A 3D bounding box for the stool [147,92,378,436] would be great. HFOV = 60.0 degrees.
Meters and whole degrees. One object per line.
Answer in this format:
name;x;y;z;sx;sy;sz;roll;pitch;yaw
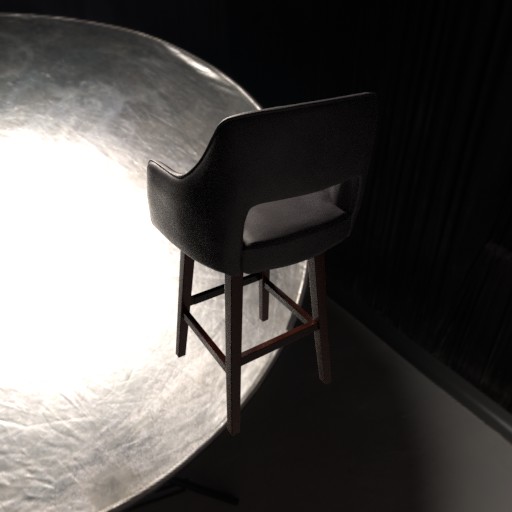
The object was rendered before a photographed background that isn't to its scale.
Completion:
stool;0.000;0.000;1.386;0.550;1.041;0.560;-19;37;-27
